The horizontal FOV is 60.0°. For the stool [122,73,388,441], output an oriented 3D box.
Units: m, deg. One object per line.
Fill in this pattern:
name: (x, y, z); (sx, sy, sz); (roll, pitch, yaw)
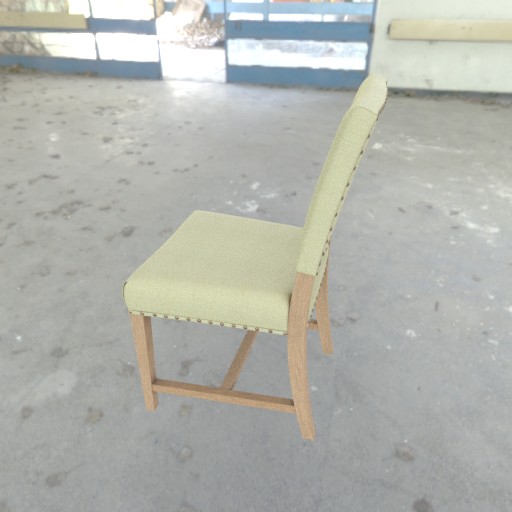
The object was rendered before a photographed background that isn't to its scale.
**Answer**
stool: (0.000, 0.000, 1.326); (0.623, 0.986, 0.508); (9, 32, 14)
